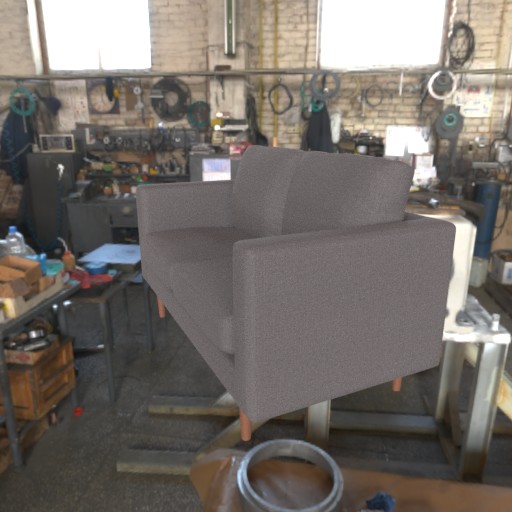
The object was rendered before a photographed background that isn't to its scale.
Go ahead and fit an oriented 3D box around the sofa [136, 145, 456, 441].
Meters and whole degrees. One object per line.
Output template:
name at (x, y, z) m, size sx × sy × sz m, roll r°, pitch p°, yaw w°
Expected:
sofa at (0.000, 0.000, 1.962) m, size 0.796 × 0.908 × 1.430 m, roll -8°, pitch 18°, yaw -25°
